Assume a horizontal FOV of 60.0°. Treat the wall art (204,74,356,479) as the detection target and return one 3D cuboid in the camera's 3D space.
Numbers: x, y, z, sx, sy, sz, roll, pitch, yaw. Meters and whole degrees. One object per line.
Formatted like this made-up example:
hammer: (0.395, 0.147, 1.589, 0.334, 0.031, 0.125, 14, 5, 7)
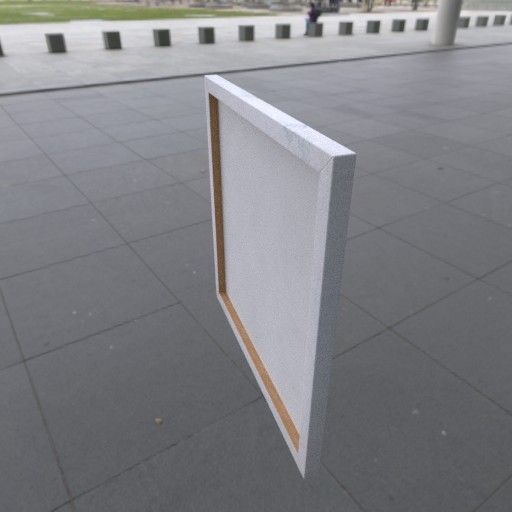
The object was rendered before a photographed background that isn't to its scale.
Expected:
wall art: (0.000, 0.000, 1.135, 0.038, 0.762, 0.762, -10, 32, -17)
